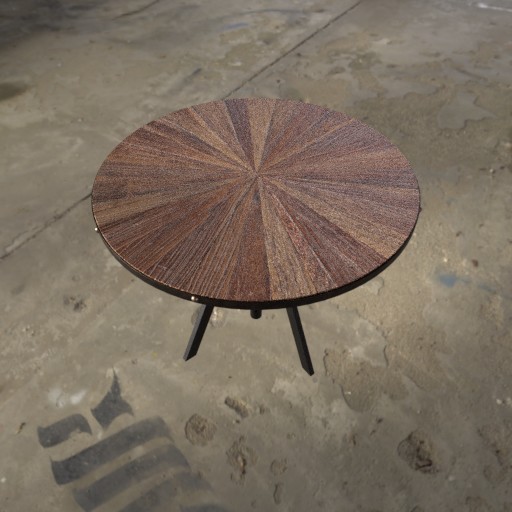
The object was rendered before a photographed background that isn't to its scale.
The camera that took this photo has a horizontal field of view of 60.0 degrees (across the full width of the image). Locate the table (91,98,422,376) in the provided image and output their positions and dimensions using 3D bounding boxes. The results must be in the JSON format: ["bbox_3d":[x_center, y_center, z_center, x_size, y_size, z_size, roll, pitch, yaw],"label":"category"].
[{"bbox_3d":[0.000,0.000,1.465,0.885,0.658,0.885,0,47,0],"label":"table"}]
